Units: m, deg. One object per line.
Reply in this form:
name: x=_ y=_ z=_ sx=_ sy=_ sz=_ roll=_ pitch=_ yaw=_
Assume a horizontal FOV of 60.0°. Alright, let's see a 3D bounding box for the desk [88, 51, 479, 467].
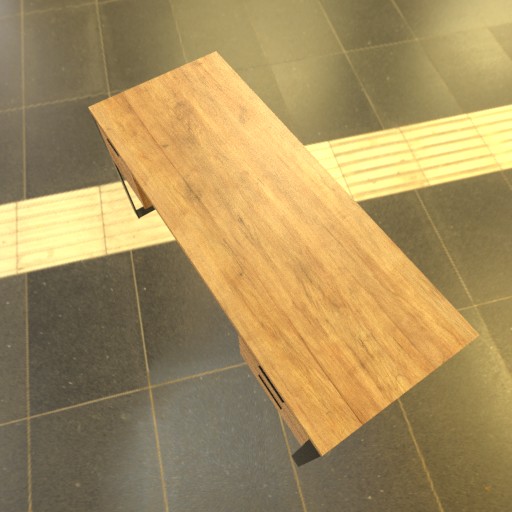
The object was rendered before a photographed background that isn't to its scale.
desk: x=0.000 y=0.000 z=1.881 sx=0.600 sy=0.760 sz=1.520 roll=-31 pitch=67 yaw=-15
